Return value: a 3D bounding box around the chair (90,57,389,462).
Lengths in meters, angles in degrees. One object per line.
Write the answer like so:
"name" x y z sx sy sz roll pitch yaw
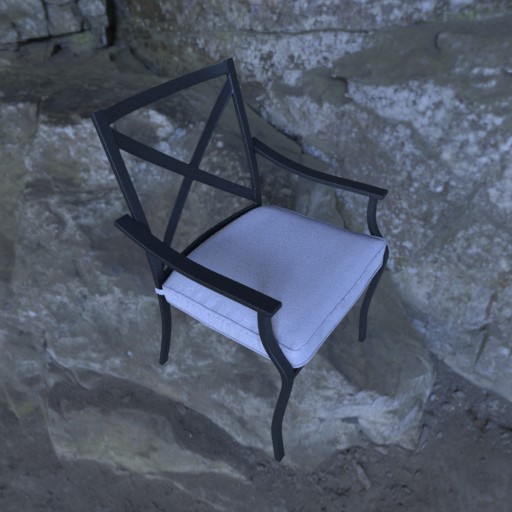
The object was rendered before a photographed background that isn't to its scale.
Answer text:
"chair" 0.000 0.000 1.286 0.620 0.889 0.575 26 47 27
